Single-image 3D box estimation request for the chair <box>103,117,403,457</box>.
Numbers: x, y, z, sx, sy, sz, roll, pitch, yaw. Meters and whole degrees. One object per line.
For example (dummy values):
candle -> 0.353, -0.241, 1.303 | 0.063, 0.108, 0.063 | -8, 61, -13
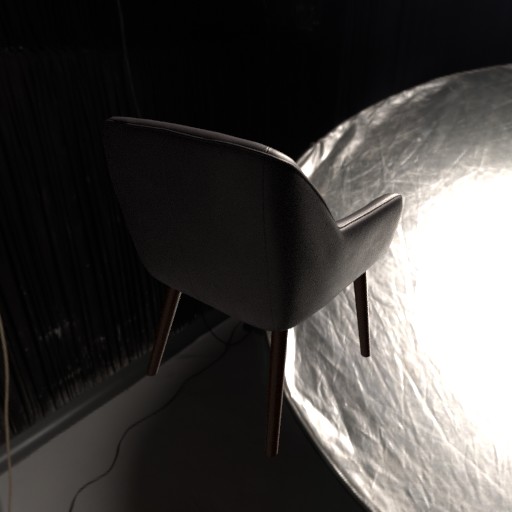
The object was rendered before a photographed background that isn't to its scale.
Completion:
chair -> 0.000, 0.000, 1.277 | 0.610, 0.828, 0.610 | 20, 34, 33
